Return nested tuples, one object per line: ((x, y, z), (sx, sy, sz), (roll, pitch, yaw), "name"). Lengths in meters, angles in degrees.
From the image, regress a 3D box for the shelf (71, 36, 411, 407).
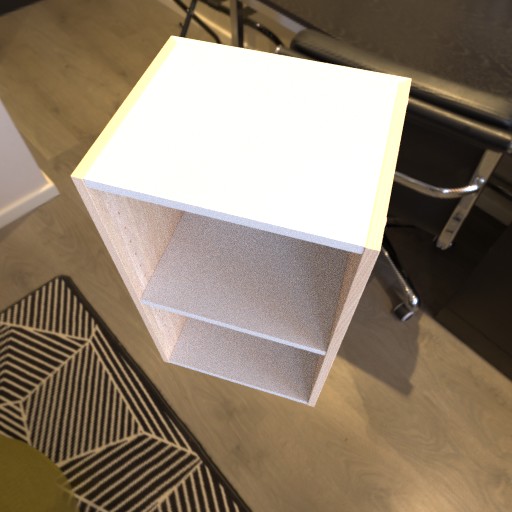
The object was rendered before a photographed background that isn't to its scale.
((0.000, 0.000, 0.796), (0.350, 0.600, 0.290), (14, 58, 9), "shelf")
